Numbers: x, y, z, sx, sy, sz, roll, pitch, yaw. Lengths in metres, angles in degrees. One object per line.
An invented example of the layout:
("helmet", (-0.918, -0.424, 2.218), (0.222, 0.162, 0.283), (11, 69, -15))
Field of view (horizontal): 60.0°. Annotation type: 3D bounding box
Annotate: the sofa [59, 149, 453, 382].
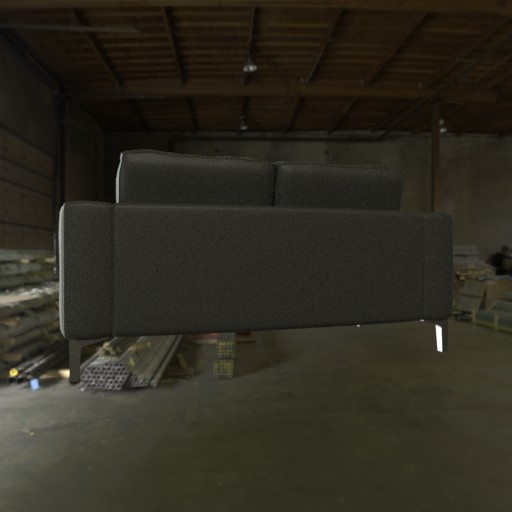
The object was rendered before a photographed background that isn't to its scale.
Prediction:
("sofa", (0.000, 0.000, 2.197), (1.726, 0.893, 0.833), (0, 1, -17))
